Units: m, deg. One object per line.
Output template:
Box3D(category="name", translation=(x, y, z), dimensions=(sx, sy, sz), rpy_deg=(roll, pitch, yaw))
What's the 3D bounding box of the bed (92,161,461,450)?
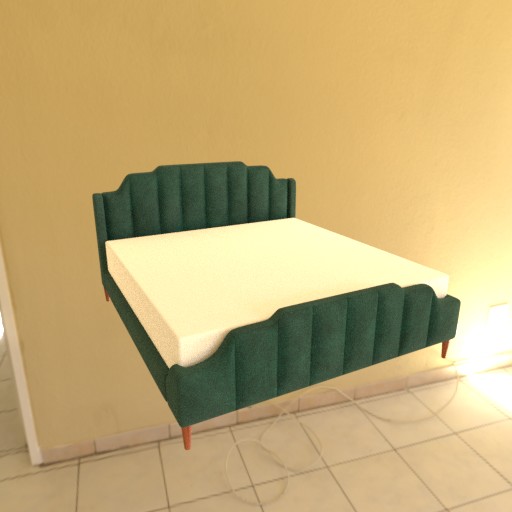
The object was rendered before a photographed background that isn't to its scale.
Box3D(category="bed", translation=(0.000, 0.000, 3.544), dimensions=(2.074, 1.245, 2.340), rpy_deg=(-9, 20, -26))
